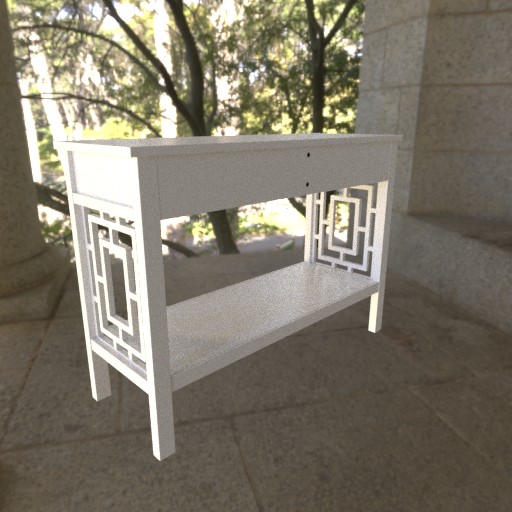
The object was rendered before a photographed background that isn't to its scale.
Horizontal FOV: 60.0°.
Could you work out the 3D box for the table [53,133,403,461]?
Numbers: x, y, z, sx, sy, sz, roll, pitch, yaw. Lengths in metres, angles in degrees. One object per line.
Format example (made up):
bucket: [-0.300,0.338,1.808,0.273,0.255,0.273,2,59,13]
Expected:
table: [0.000,0.000,1.456,1.068,0.753,0.397,-16,23,-42]
